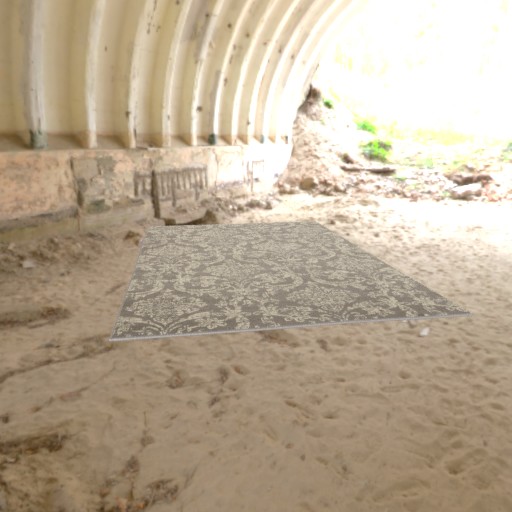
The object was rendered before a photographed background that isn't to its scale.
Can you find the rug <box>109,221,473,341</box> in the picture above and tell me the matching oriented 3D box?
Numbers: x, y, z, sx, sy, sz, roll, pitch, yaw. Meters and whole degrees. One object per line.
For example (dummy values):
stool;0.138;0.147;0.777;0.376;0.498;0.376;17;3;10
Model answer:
rug;0.000;0.000;3.454;1.819;0.018;2.746;-2;15;-9
